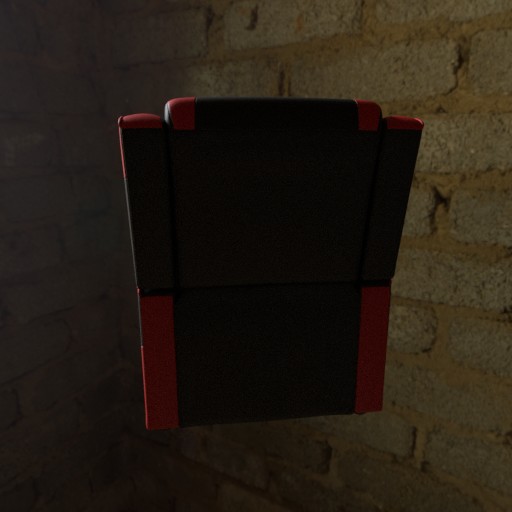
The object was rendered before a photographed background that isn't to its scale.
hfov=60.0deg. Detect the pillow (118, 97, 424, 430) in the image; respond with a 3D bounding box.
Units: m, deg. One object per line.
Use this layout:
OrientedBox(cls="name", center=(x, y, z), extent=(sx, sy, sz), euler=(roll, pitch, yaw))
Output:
OrientedBox(cls="pillow", center=(0.000, 0.000, 1.269), extent=(0.620, 0.805, 0.672), euler=(-2, 14, -7))
